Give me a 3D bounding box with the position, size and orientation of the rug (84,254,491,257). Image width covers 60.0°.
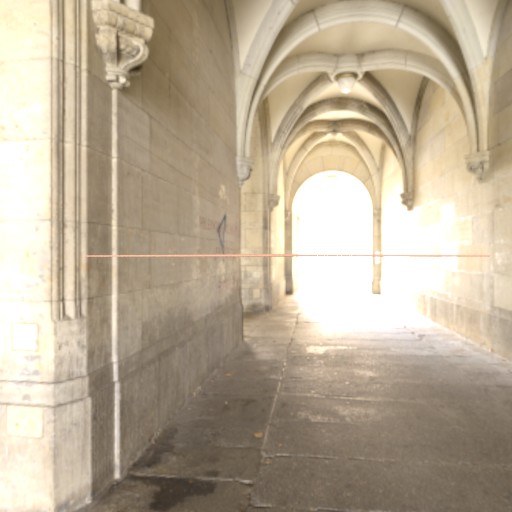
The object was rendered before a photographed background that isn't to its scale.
[{"bbox_3d":[0.000,0.000,2.318,1.219,0.008,1.829,0,0,-37],"label":"rug"}]
